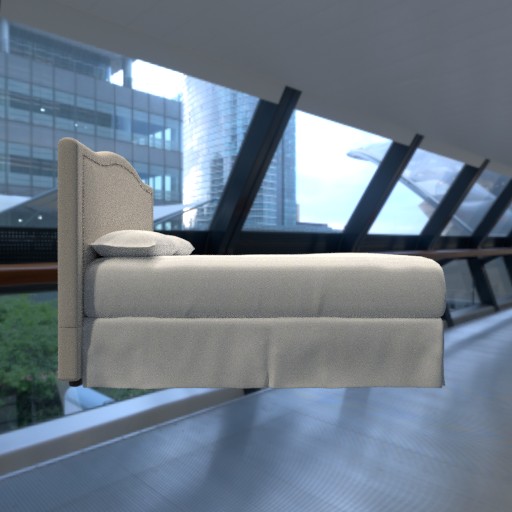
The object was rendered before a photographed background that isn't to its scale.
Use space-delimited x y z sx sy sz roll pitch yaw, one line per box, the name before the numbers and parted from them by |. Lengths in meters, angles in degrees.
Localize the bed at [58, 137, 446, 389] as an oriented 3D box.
bed | 0.000 0.000 3.237 2.143 1.460 1.753 0 0 0
